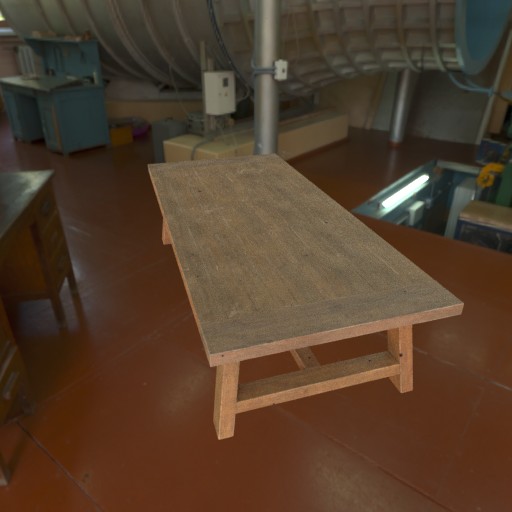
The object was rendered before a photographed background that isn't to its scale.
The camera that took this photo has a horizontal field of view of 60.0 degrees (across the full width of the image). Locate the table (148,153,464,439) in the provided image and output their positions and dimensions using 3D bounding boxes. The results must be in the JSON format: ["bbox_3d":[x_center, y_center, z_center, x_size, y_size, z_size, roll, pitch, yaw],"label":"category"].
[{"bbox_3d":[0.000,0.000,2.160,0.820,0.465,1.800,-8,30,-15],"label":"table"}]
